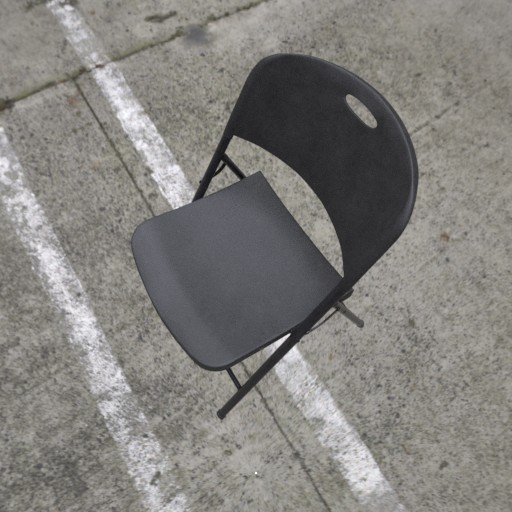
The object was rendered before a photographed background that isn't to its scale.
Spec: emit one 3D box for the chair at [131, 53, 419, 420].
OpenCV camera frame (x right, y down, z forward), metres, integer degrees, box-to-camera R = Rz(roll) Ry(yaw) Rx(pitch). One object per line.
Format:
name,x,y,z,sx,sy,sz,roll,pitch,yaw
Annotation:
chair,0.000,0.000,1.135,0.566,0.810,0.494,-30,68,-14
